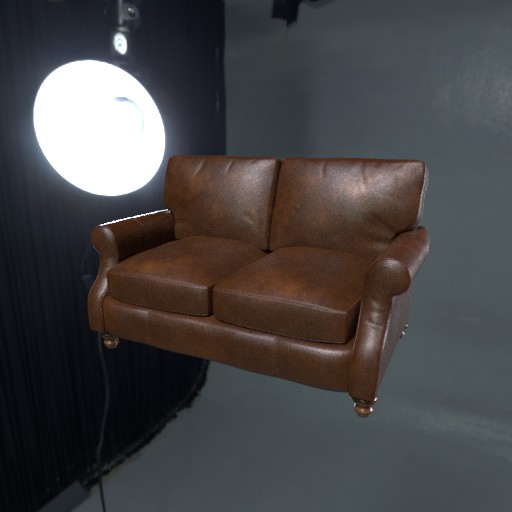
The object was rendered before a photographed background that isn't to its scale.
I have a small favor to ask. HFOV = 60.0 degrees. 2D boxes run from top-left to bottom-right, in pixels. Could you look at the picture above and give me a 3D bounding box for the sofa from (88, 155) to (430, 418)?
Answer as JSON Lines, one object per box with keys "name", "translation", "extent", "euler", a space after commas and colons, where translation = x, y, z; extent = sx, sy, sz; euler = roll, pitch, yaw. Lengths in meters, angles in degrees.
{"name": "sofa", "translation": [0.000, 0.000, 2.272], "extent": [1.616, 0.976, 0.990], "euler": [7, 16, 26]}
